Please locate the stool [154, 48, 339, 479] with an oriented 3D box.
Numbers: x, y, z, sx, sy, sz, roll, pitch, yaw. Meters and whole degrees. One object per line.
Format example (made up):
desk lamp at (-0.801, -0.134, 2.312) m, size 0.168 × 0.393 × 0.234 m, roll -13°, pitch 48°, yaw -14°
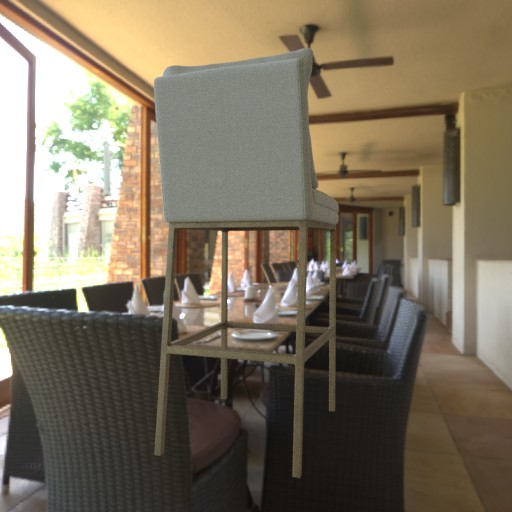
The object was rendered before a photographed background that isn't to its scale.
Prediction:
stool at (0.000, 0.000, 1.434) m, size 0.463 × 1.125 × 0.572 m, roll 0°, pitch 0°, yaw 18°
